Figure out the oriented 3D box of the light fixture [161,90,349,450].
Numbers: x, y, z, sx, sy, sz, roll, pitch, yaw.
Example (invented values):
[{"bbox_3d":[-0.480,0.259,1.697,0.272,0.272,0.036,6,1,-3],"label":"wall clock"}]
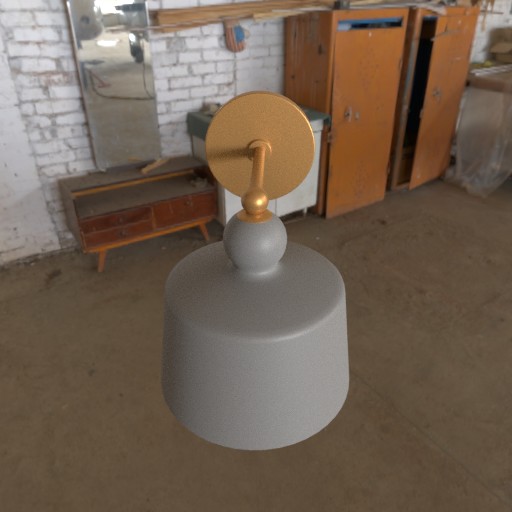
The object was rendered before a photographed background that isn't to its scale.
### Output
[{"bbox_3d":[0.000,0.000,0.443,0.204,0.268,0.254,1,31,2],"label":"light fixture"}]
